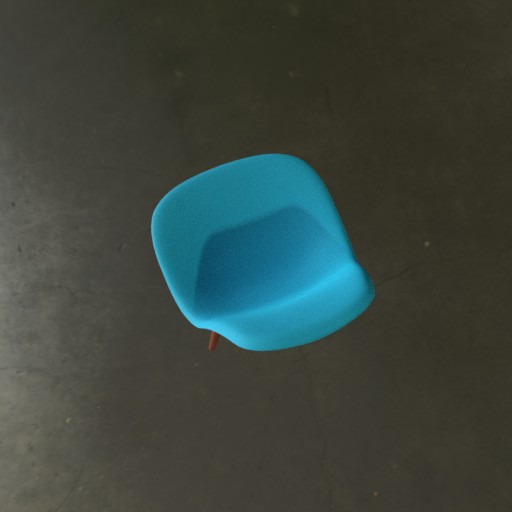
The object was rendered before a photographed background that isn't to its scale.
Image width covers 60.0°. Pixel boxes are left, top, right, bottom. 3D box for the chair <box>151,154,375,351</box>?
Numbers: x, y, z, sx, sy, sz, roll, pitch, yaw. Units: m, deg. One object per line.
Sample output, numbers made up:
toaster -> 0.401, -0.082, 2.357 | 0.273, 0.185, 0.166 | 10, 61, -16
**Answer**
chair -> 0.000, 0.000, 1.150 | 0.470, 0.826, 0.533 | -21, 76, -6
